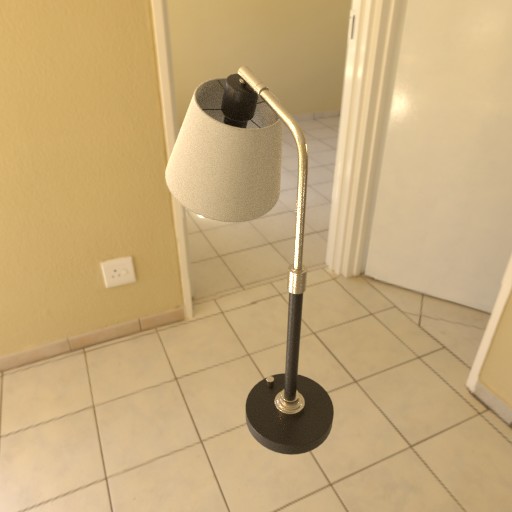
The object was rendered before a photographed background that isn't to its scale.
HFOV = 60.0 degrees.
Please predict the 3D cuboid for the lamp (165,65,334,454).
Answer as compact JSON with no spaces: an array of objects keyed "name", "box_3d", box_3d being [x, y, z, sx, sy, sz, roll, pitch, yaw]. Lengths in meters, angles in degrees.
[{"name":"lamp","box_3d":[0.000,0.000,0.683,0.181,0.539,0.348,-20,37,-28]}]
